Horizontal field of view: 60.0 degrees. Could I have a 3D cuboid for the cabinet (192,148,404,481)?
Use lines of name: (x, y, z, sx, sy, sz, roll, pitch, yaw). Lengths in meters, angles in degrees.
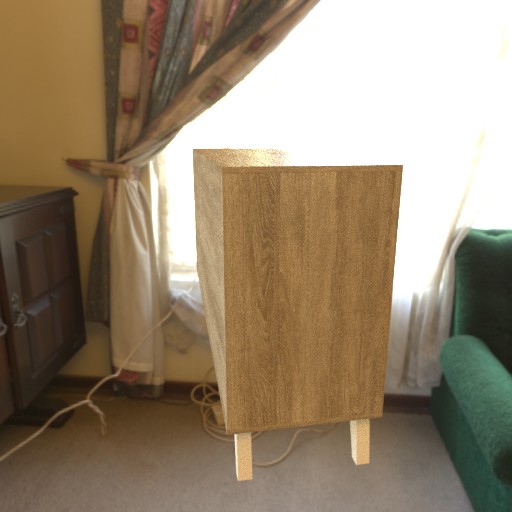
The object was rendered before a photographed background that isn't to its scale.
cabinet: (0.000, 0.000, 1.926, 0.450, 0.870, 1.600, -3, 15, -10)
